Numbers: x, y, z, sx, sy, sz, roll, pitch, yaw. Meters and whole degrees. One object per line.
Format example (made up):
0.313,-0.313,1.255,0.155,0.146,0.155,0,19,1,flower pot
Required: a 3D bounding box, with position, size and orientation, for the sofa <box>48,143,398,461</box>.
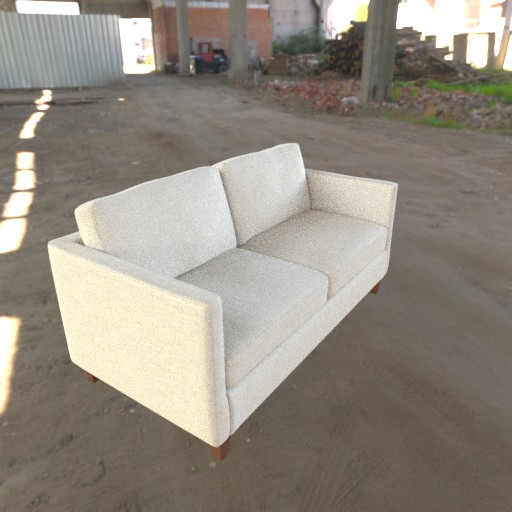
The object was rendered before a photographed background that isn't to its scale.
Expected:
0.000,0.000,2.444,0.950,0.963,1.838,16,29,31,sofa
